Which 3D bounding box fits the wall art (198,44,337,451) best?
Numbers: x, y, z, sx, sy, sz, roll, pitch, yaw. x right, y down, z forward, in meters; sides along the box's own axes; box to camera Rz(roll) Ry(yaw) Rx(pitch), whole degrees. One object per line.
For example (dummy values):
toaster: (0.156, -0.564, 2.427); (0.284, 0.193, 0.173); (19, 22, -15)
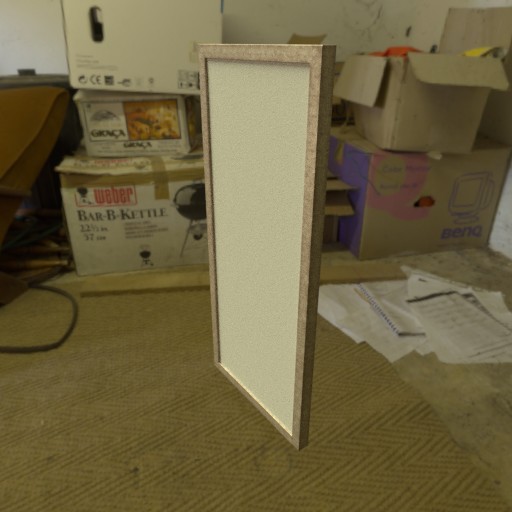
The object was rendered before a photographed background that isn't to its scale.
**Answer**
wall art: (0.000, 0.000, 1.695); (0.051, 1.461, 0.648); (-18, 31, -32)
